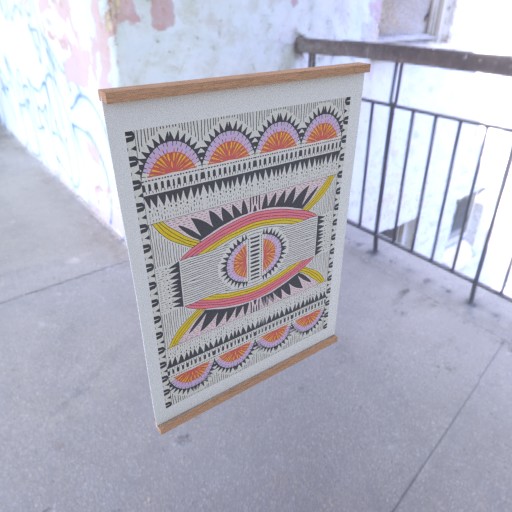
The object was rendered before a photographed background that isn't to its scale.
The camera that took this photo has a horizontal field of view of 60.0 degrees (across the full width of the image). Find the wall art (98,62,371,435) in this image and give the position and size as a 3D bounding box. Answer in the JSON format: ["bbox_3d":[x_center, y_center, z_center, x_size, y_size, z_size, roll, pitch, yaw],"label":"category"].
[{"bbox_3d":[0.000,0.000,0.797,0.456,0.609,0.028,-20,36,-30],"label":"wall art"}]
